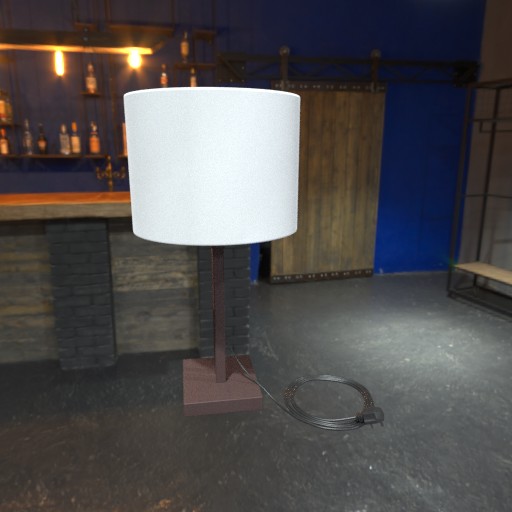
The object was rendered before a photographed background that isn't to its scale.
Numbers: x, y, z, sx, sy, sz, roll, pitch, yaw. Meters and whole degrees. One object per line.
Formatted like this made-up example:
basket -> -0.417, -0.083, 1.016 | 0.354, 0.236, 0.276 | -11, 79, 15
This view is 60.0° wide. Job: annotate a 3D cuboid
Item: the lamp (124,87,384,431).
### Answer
lamp -> 0.000, 0.000, 0.987 | 0.525, 0.668, 0.396 | -2, 14, -9
